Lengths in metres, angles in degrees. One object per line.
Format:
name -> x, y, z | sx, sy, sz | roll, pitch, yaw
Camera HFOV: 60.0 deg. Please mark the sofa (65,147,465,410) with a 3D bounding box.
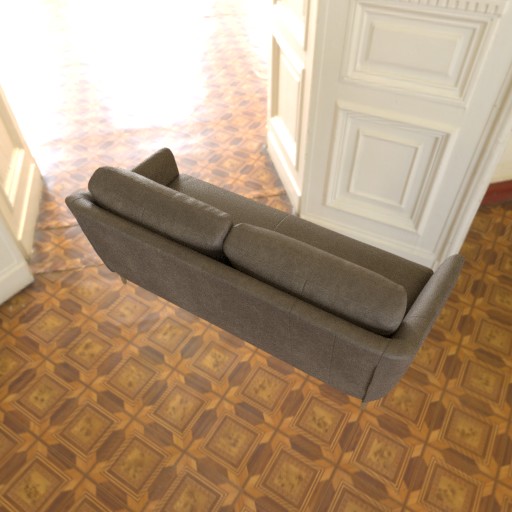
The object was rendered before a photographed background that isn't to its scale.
sofa -> 0.000, 0.000, 2.517 | 2.036, 0.902, 0.960 | 24, 51, 21
